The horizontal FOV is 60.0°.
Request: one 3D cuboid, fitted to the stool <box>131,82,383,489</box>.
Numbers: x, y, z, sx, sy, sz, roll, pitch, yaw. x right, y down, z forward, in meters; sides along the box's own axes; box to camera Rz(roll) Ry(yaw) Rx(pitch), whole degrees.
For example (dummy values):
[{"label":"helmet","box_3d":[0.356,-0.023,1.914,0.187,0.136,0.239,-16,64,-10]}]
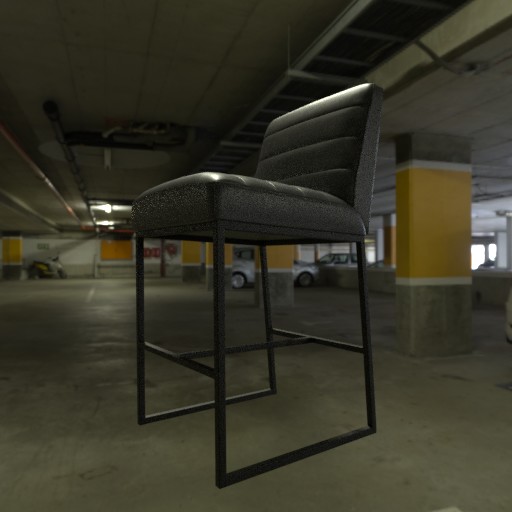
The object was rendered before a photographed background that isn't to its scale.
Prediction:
[{"label":"stool","box_3d":[0.000,0.000,1.213,0.552,0.938,0.457,0,0,-36]}]
